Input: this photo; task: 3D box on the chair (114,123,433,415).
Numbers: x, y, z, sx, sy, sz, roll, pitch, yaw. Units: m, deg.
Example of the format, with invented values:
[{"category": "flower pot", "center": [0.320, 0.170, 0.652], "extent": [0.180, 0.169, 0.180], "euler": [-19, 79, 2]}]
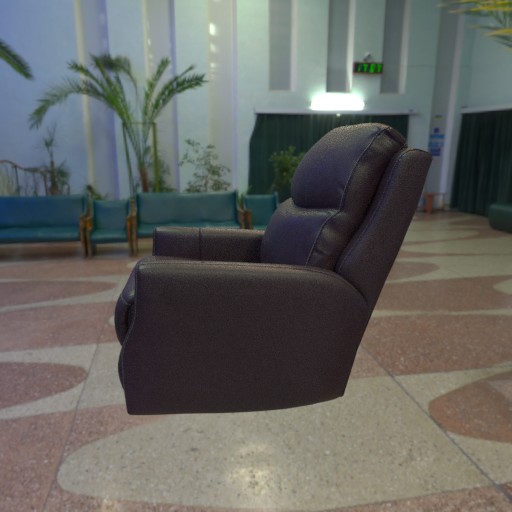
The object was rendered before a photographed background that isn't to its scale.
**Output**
[{"category": "chair", "center": [0.000, 0.000, 1.809], "extent": [1.080, 1.030, 0.829], "euler": [-2, 14, -8]}]
